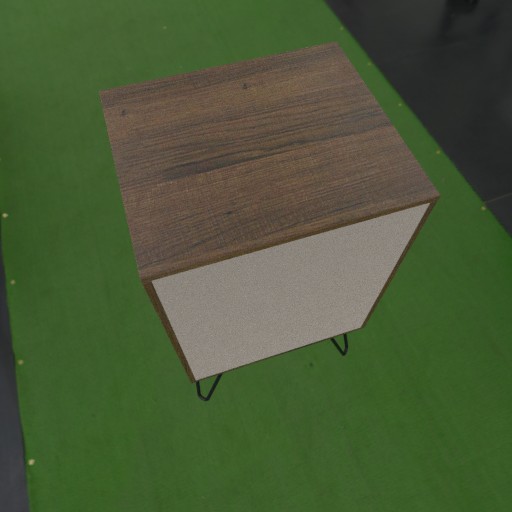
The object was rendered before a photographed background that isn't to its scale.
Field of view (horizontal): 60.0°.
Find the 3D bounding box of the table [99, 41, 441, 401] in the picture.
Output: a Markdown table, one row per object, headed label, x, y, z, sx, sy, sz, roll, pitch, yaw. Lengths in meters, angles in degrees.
| label | x | y | z | sx | sy | sz | roll | pitch | yaw |
| --- | --- | --- | --- | --- | --- | --- | --- | --- | --- |
| table | 0.000 | 0.000 | 1.199 | 0.526 | 0.866 | 0.457 | -16 | 61 | -9 |
